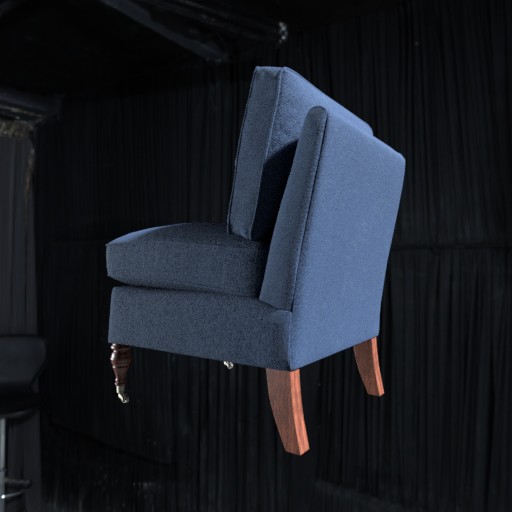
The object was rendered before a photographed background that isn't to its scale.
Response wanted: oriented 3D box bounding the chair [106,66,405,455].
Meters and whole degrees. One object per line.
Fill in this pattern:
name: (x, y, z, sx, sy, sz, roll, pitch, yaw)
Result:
chair: (0.000, 0.000, 1.644, 0.912, 1.052, 0.724, 0, -1, 35)
